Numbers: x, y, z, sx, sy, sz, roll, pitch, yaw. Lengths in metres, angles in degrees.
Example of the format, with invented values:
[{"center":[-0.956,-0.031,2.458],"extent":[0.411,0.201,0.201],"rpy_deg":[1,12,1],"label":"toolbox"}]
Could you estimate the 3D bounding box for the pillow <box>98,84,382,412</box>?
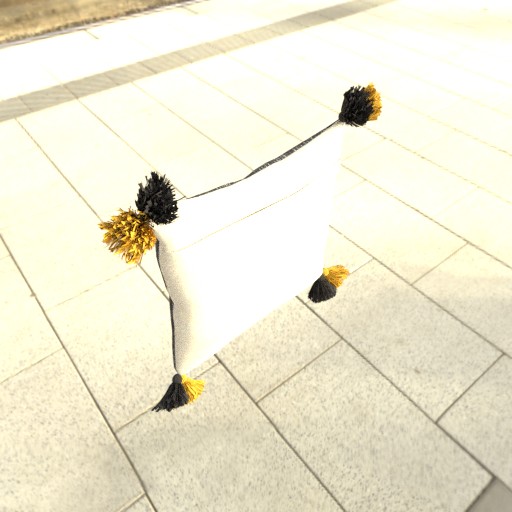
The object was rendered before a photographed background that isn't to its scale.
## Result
[{"center":[0.000,0.000,0.967],"extent":[0.654,0.659,0.139],"rpy_deg":[-31,53,-27],"label":"pillow"}]
